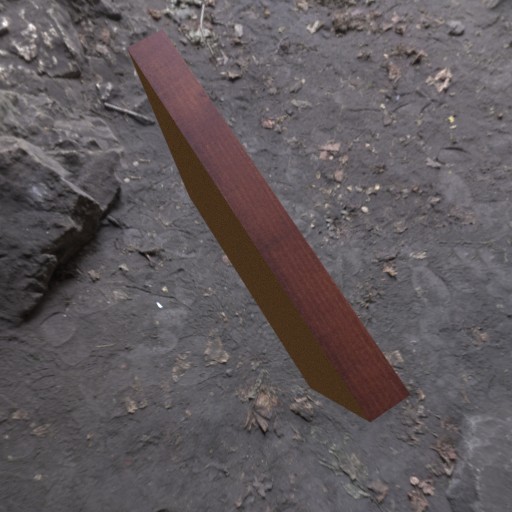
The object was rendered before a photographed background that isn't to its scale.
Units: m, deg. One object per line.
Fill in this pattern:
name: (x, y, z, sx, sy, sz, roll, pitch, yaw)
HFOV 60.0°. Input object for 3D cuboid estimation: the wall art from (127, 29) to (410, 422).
wall art: (0.000, 0.000, 0.563, 0.038, 0.385, 0.386, -32, 79, -7)
